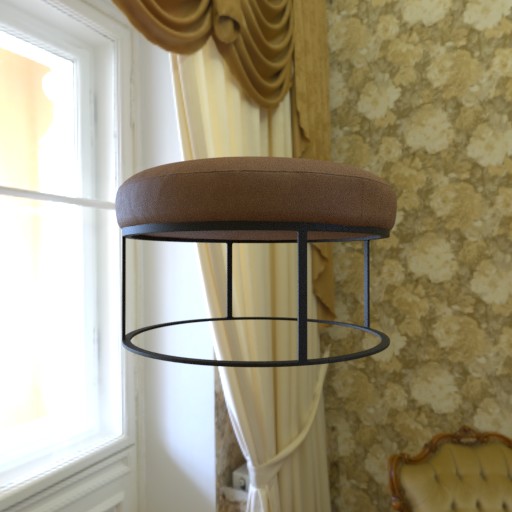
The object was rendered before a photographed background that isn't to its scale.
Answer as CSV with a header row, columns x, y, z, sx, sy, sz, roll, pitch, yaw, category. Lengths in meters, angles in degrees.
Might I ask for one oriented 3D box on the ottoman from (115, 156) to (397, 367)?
x,y,z,sx,sy,sz,roll,pitch,yaw,category
0.000,0.000,1.272,0.771,0.460,0.771,0,0,0,ottoman
